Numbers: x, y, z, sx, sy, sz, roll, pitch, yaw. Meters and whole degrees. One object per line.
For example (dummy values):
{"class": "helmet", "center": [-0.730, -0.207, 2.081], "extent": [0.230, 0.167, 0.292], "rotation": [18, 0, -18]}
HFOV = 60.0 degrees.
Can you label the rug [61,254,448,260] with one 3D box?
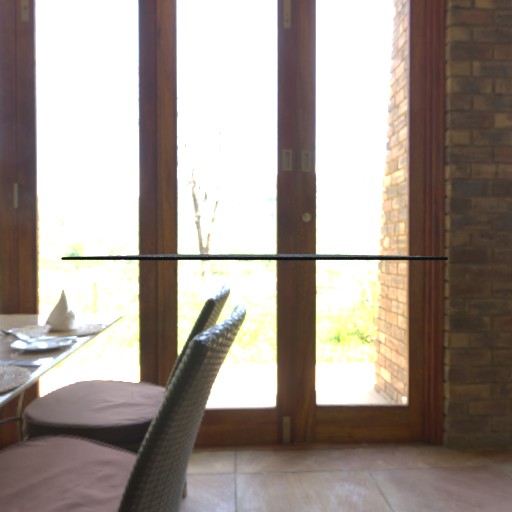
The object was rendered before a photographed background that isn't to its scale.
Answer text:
{"class": "rug", "center": [0.000, 0.000, 2.867], "extent": [1.526, 0.014, 2.290], "rotation": [0, 1, 0]}
